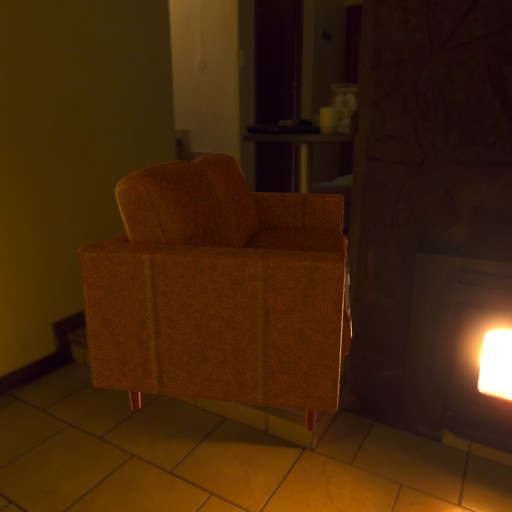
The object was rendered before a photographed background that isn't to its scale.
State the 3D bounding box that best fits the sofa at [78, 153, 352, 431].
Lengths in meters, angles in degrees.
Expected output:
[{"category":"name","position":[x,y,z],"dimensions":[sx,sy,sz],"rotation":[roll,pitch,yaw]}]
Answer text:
[{"category":"sofa","position":[0.000,0.000,2.184],"dimensions":[0.909,0.951,1.578],"rotation":[3,15,10]}]
